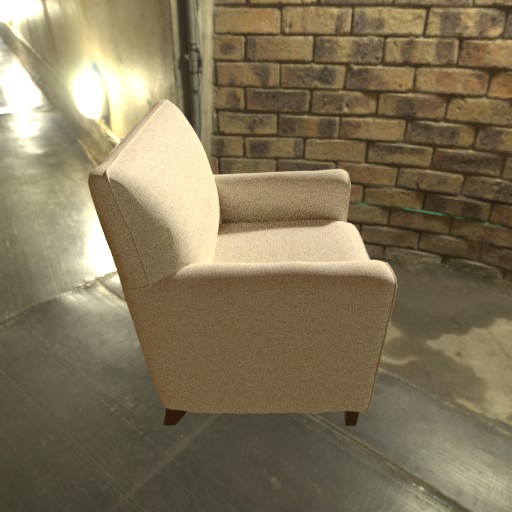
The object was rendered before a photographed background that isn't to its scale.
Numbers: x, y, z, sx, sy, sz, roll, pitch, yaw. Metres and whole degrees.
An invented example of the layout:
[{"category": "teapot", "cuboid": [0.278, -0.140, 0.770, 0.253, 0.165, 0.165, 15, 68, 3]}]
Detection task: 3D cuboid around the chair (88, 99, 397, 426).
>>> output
[{"category": "chair", "cuboid": [0.000, 0.000, 1.622, 0.823, 0.943, 0.870, 0, 31, 1]}]
